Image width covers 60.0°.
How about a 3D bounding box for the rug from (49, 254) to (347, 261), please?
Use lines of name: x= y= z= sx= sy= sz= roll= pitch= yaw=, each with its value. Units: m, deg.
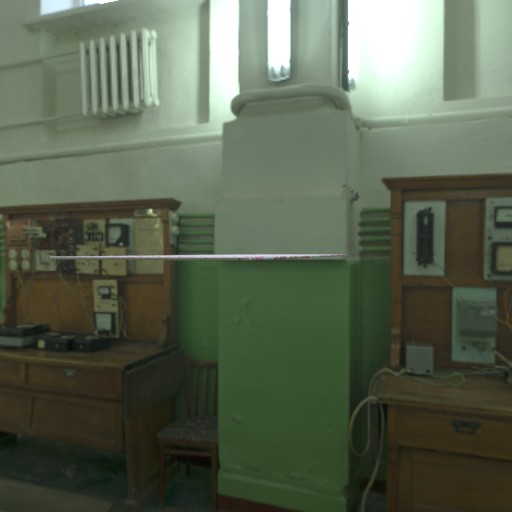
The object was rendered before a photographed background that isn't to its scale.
rug: x=0.000 y=0.000 z=2.660 sx=0.787 sy=0.011 sz=2.458 roll=0 pitch=0 yaw=19
